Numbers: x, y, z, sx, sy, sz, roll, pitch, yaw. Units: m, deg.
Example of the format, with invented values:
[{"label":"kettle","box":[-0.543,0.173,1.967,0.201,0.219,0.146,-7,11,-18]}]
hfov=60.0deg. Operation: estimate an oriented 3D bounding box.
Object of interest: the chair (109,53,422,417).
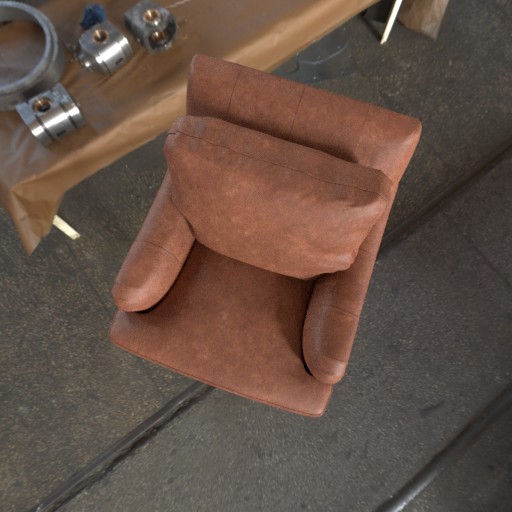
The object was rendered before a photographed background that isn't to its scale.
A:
[{"label":"chair","box":[0.000,0.000,1.950,0.986,1.055,1.158,19,76,5]}]
